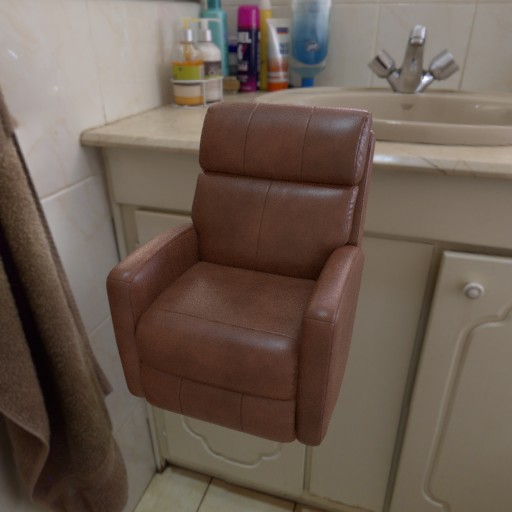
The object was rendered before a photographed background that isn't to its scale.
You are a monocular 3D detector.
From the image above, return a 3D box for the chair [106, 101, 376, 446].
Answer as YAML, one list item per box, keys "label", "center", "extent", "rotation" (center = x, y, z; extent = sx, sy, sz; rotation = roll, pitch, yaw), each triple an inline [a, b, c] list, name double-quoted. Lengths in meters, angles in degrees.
- label: "chair"
  center: [0.000, 0.000, 1.711]
  extent: [0.787, 1.016, 0.939]
  rotation: [9, 29, 17]
